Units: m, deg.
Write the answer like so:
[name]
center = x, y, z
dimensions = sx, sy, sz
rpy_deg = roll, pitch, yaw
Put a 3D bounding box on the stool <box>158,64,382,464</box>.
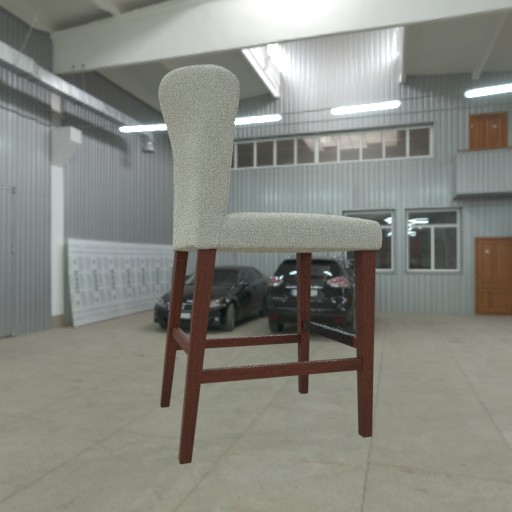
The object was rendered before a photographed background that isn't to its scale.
[stool]
center = 0.000, 0.000, 1.315
dimensions = 0.568, 0.969, 0.481
rpy_deg = 0, -1, -18
